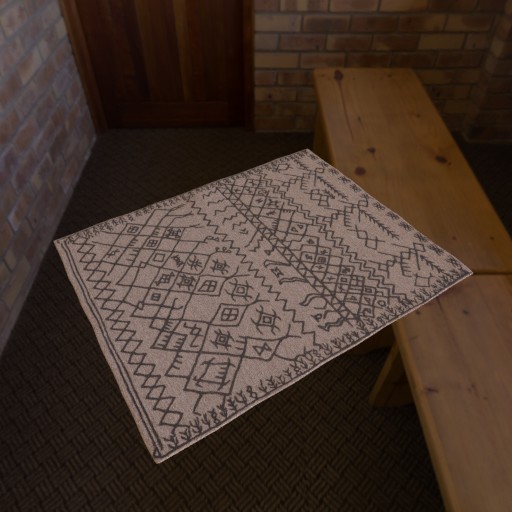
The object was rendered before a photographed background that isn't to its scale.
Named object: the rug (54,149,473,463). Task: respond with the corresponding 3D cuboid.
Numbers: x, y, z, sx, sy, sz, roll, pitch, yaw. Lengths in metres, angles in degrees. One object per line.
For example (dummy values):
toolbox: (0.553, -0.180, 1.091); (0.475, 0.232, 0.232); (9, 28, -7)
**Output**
rug: (0.000, 0.000, 3.273); (2.455, 0.025, 1.964); (-24, 50, -22)
